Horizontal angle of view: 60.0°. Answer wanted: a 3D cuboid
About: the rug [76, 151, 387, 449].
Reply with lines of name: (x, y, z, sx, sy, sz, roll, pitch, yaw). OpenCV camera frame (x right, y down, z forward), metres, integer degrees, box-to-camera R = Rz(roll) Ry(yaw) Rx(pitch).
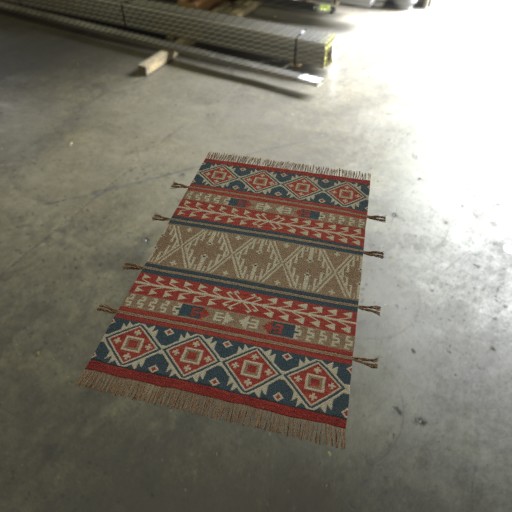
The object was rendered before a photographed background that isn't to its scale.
rug: (0.000, 0.000, 3.156, 1.778, 0.048, 2.450, 10, 46, 9)
